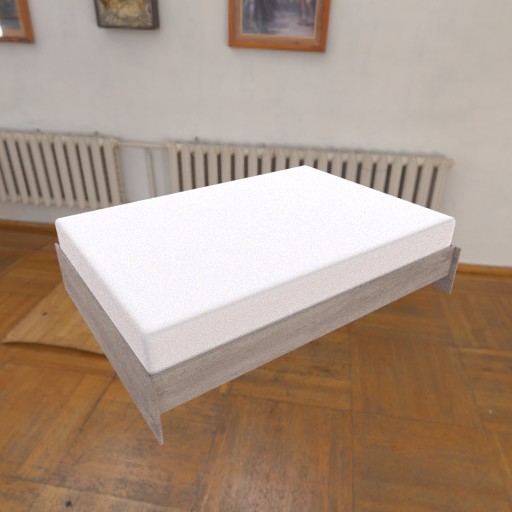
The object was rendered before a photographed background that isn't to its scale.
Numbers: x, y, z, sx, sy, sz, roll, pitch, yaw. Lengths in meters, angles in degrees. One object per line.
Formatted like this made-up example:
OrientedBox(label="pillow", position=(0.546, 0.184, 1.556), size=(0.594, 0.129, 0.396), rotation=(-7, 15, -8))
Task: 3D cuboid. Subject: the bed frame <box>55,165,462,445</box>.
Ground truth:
OrientedBox(label="bed frame", position=(0.000, 0.000, 2.669), size=(1.945, 0.497, 1.445), rotation=(-18, 33, -31))
